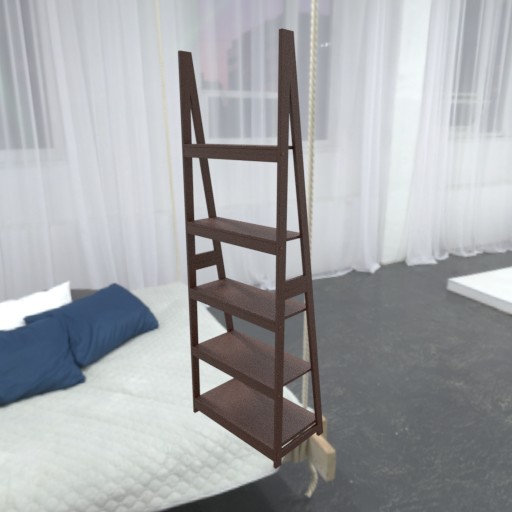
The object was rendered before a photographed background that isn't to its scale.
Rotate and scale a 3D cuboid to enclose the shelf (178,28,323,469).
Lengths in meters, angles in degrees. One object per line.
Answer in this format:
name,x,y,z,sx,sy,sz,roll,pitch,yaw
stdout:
shelf,0.000,0.000,2.045,0.600,1.770,0.350,15,21,43
